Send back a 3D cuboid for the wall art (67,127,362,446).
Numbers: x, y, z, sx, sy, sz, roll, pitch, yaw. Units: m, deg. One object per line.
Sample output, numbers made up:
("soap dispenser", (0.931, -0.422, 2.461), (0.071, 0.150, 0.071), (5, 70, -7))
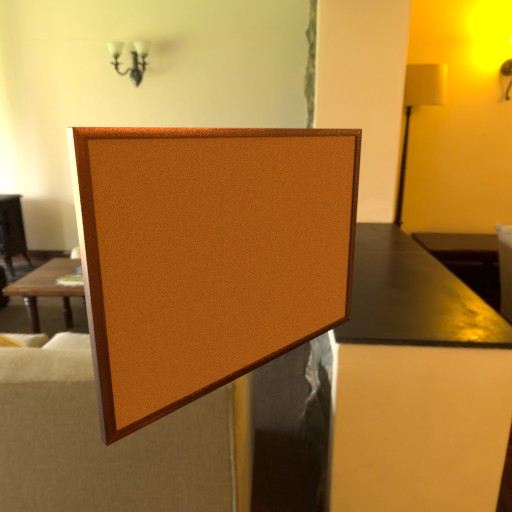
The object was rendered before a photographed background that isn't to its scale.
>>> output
("wall art", (0.000, 0.000, 0.549), (0.012, 0.304, 0.431), (15, 22, 43))
